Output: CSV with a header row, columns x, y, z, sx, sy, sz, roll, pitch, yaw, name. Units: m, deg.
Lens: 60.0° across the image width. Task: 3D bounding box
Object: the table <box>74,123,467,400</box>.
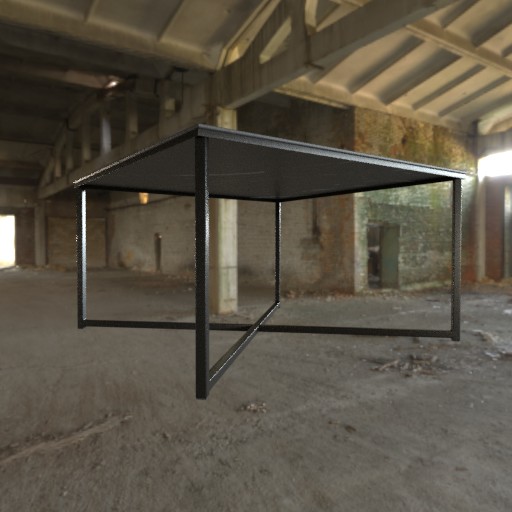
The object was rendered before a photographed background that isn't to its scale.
x,y,z,sx,sy,sz,roll,pitch,yaw,name
0.000,0.000,1.270,0.800,0.450,0.800,-1,2,-36,table
